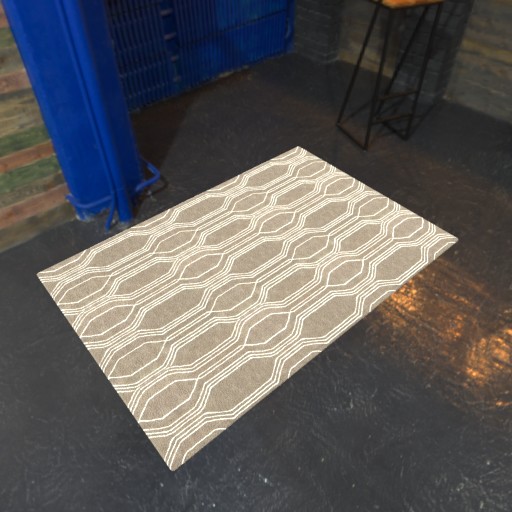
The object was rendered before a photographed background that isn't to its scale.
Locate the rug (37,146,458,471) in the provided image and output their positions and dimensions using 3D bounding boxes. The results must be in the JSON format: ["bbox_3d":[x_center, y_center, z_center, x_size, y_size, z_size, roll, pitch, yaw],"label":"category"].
[{"bbox_3d":[0.000,0.000,2.308,1.836,0.012,1.239,-31,53,-27],"label":"rug"}]
